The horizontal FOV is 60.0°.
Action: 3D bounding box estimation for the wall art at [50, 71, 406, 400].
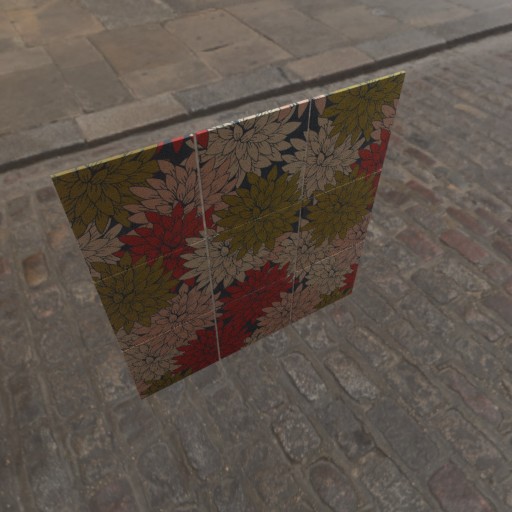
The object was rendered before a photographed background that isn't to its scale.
[{"bbox_3d":[0.000,0.000,1.772,1.206,1.218,0.013,-23,50,-21],"label":"wall art"}]
